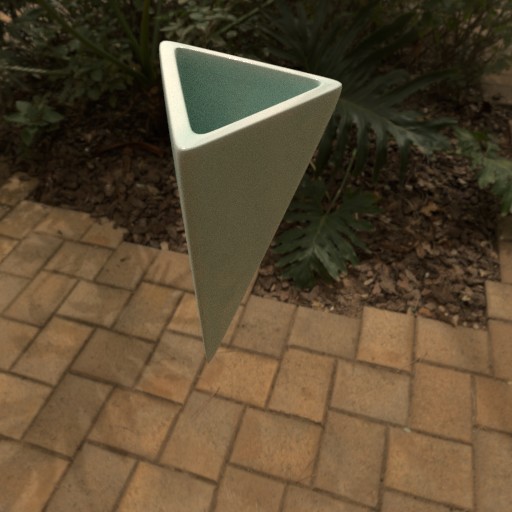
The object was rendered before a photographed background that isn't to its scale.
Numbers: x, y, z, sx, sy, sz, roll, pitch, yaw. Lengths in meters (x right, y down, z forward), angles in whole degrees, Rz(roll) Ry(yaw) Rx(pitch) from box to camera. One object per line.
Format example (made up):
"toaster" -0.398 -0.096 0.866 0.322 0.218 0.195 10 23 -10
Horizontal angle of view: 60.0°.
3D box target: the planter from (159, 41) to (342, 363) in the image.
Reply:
"planter" 0.000 0.000 0.217 0.064 0.178 0.080 -9 47 -8
